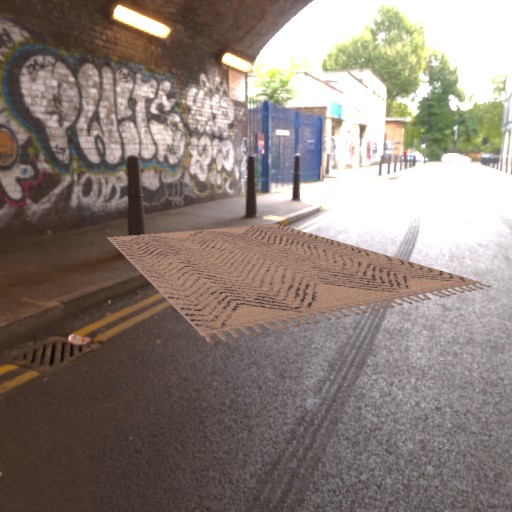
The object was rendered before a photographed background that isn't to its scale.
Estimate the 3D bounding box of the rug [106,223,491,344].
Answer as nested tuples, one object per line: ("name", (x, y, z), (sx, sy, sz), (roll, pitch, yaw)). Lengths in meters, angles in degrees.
("rug", (0.000, 0.000, 2.317), (1.230, 0.014, 1.847), (-7, 15, -26))
